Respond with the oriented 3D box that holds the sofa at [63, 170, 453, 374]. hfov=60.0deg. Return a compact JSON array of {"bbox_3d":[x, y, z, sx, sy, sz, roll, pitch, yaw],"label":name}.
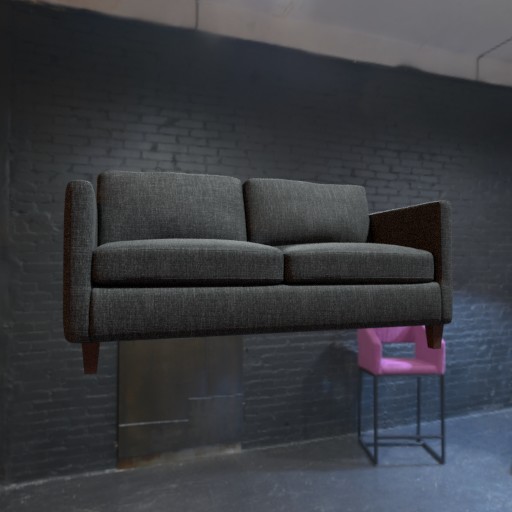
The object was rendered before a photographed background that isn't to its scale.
[{"bbox_3d":[0.000,0.000,2.430,1.884,0.963,0.950,0,-1,-18],"label":"sofa"}]
